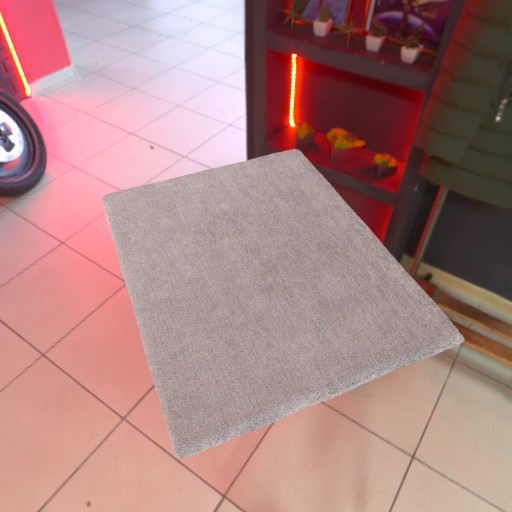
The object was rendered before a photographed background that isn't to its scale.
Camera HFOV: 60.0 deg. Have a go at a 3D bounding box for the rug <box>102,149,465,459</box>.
[{"bbox_3d":[0.000,0.000,4.035,2.332,0.027,2.933,-17,49,-16],"label":"rug"}]
